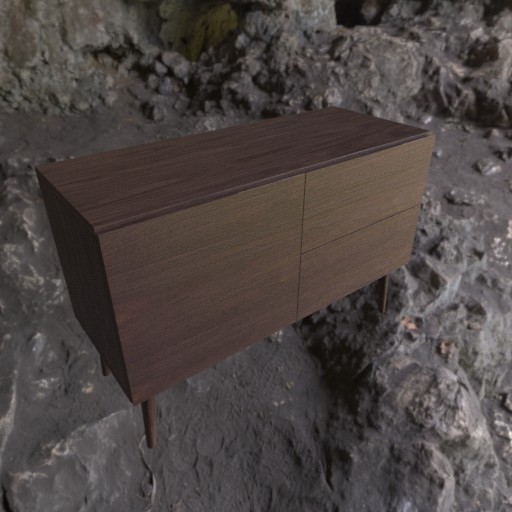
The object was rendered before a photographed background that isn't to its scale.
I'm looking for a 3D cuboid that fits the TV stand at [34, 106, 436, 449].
[{"bbox_3d":[0.000,0.000,1.321,0.990,0.660,0.405,-22,37,-31],"label":"TV stand"}]
